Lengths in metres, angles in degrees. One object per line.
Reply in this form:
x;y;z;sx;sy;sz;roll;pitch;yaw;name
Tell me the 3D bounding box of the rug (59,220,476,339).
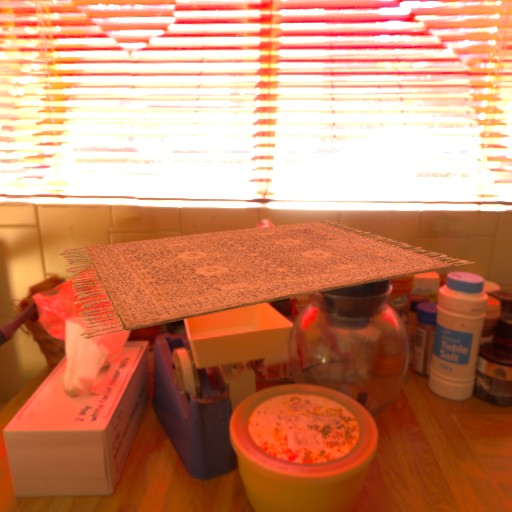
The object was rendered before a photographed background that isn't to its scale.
0.000;0.000;3.086;2.465;0.023;1.619;-8;18;-26;rug
